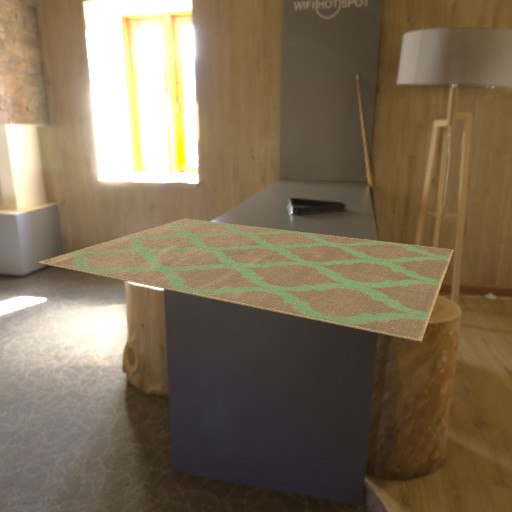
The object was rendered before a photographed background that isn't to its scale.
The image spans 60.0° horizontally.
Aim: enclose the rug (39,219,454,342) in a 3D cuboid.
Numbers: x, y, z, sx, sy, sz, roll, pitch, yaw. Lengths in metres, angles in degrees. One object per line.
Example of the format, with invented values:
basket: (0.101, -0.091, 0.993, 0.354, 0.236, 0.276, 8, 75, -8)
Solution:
rug: (0.000, 0.000, 2.922, 2.286, 0.006, 1.524, 8, 18, 26)
